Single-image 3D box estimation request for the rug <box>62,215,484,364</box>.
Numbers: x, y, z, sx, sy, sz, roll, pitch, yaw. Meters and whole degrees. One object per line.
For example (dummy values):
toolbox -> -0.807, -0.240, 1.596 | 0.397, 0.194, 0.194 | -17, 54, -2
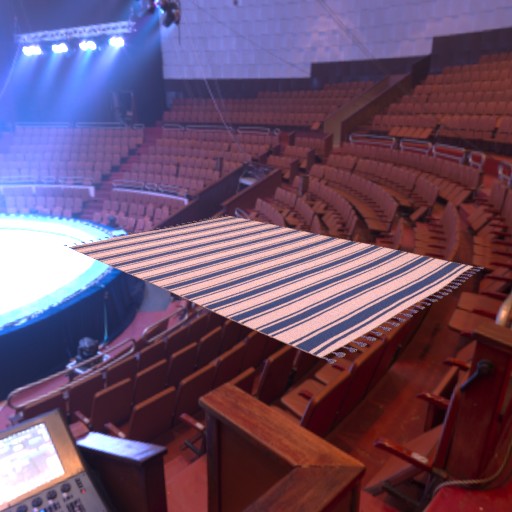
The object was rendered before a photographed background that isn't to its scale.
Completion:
rug -> 0.000, 0.000, 2.854 | 2.315, 0.010, 1.544 | 16, 23, 42
